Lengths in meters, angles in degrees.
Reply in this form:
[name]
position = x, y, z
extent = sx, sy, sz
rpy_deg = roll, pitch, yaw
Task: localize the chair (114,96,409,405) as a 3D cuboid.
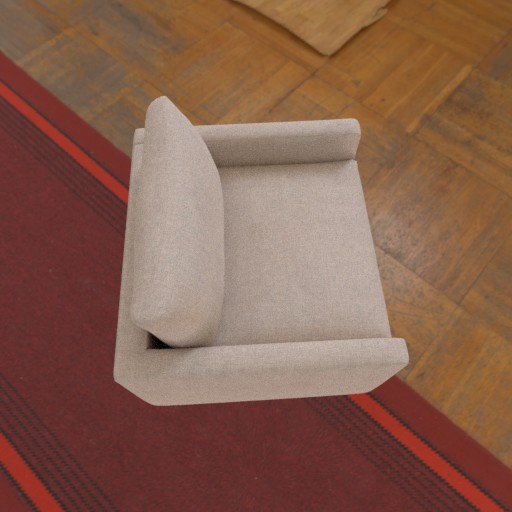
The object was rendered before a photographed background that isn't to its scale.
[chair]
position = 0.000, 0.000, 1.629
extent = 0.866, 0.861, 0.963
rpy_deg = -3, 63, -1
